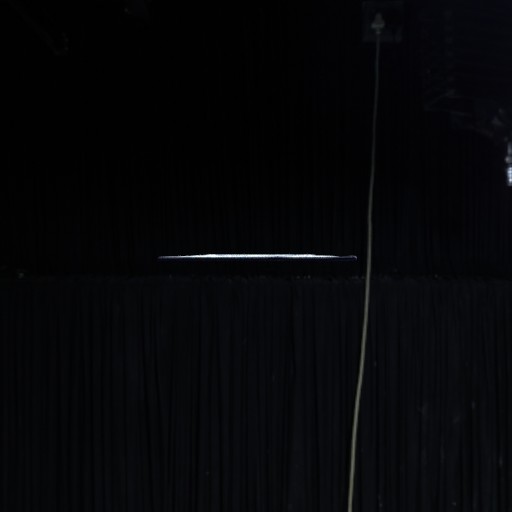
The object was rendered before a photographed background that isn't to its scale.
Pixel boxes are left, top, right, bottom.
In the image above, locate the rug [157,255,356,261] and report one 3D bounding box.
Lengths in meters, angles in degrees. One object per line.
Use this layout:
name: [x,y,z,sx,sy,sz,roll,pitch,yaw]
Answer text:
rug: [0.000,0.000,2.463,0.602,0.016,2.283,0,0,0]
